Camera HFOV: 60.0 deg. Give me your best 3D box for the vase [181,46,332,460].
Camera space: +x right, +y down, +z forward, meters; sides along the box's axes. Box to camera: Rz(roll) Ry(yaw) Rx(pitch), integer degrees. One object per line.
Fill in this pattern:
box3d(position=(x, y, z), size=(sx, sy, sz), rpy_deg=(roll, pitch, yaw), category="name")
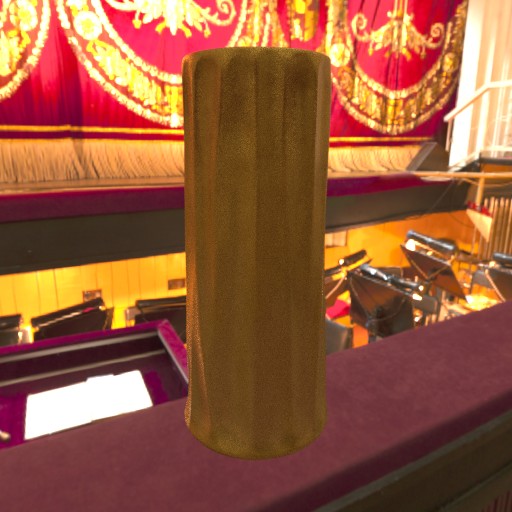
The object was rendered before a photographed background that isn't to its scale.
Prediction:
box3d(position=(0.000, 0.000, 0.175), size=(0.061, 0.143, 0.061), rpy_deg=(0, 15, 0), category="vase")
